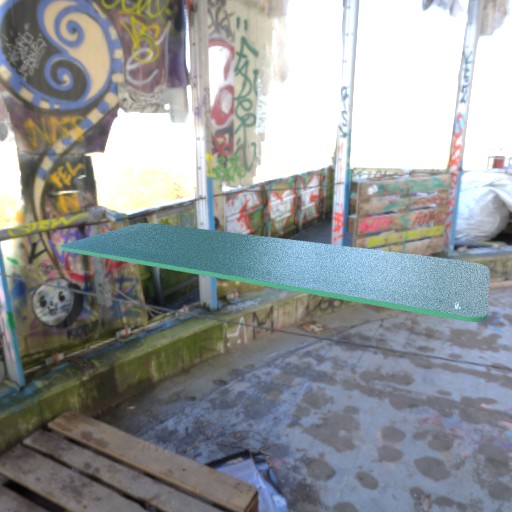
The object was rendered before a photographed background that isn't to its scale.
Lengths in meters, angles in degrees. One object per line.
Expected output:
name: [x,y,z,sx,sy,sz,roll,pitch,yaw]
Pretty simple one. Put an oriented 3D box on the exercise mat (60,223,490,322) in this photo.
exercise mat: [0.000,0.000,1.986,1.869,0.021,0.616,8,18,26]
